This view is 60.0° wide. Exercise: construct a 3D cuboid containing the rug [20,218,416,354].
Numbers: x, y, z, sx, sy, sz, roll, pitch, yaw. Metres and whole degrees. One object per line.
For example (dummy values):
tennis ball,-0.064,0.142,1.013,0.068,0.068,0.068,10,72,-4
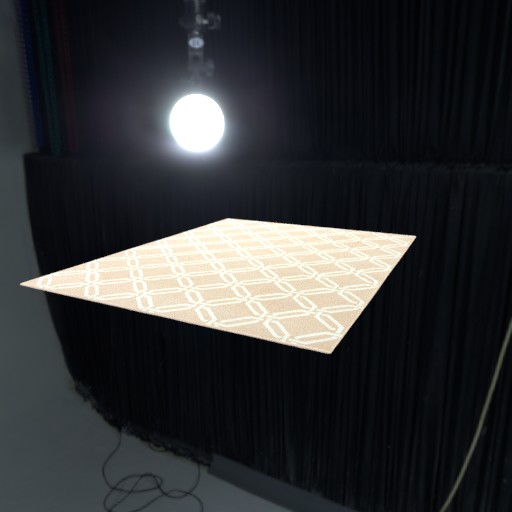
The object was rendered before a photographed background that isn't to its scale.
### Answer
rug,0.000,0.000,3.888,2.288,0.018,2.895,8,17,26
